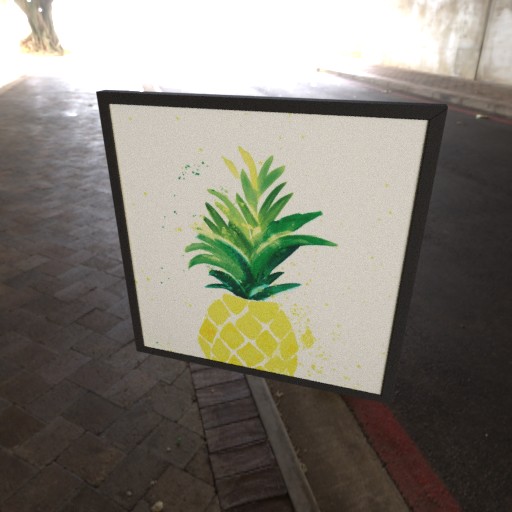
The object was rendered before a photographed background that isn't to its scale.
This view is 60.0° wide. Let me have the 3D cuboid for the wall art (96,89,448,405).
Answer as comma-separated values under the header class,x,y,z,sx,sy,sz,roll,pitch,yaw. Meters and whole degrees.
class,x,y,z,sx,sy,sz,roll,pitch,yaw
wall art,0.000,0.000,1.117,0.762,0.760,0.037,8,28,15
